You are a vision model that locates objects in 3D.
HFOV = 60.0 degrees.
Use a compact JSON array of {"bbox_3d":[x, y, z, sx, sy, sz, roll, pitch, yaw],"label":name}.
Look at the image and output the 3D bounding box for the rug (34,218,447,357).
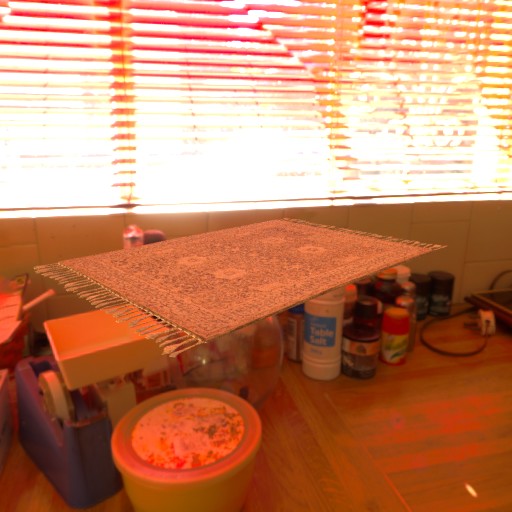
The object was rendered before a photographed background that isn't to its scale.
[{"bbox_3d":[0.000,0.000,3.061,2.465,0.023,1.619,-15,21,-42],"label":"rug"}]
